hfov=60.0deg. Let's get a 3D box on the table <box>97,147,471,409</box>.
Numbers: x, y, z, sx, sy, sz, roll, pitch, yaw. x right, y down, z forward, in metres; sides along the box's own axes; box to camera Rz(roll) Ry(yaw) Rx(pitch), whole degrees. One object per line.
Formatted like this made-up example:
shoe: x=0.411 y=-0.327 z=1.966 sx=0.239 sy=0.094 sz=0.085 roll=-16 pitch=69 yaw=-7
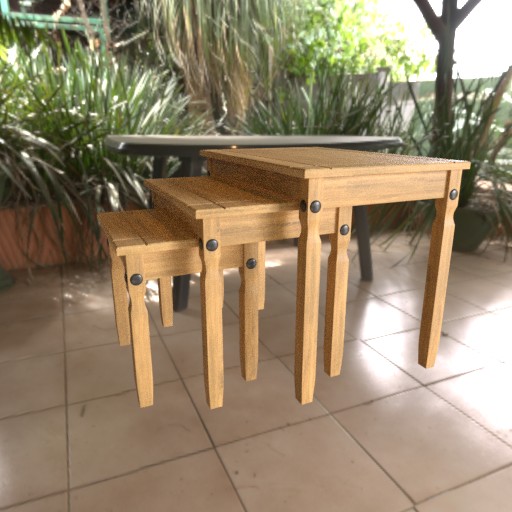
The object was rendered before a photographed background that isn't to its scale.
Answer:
table: x=0.000 y=0.000 z=1.219 sx=0.773 sy=0.535 sz=0.660 roll=-7 pitch=18 yaw=-23
